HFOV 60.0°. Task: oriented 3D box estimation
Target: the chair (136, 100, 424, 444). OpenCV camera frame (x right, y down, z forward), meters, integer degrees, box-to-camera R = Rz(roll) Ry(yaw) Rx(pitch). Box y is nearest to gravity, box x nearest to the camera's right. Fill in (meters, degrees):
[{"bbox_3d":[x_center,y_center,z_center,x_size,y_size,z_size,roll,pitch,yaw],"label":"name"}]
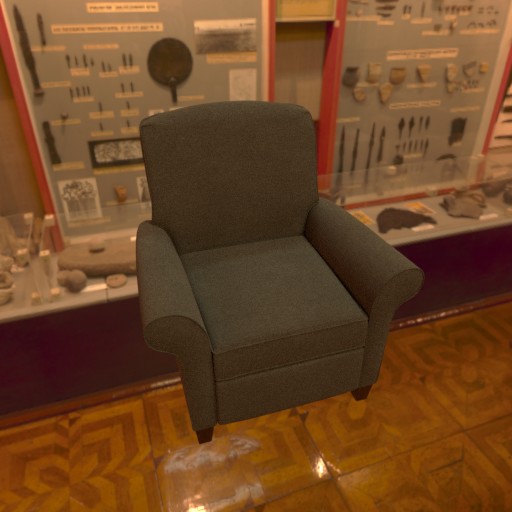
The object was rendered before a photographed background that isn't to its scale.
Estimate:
[{"bbox_3d":[0.000,0.000,1.824,0.978,1.061,0.905,-9,33,-15],"label":"chair"}]
